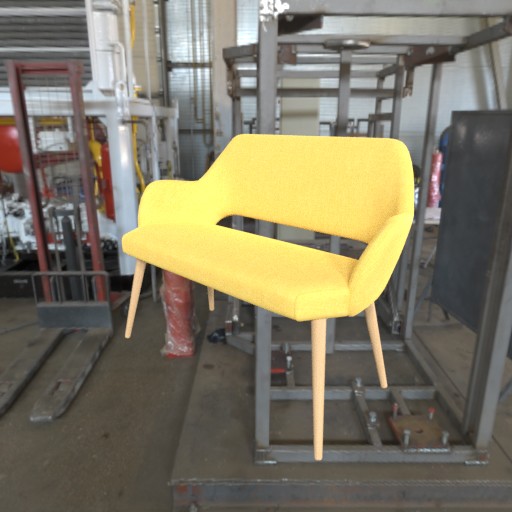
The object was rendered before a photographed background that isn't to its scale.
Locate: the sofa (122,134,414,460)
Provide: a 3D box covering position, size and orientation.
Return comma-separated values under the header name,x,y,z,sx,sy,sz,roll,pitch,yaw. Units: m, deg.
name,x,y,z,sx,sy,sz,roll,pitch,yaw
sofa,0.000,0.000,1.629,1.150,0.840,0.610,16,23,42
